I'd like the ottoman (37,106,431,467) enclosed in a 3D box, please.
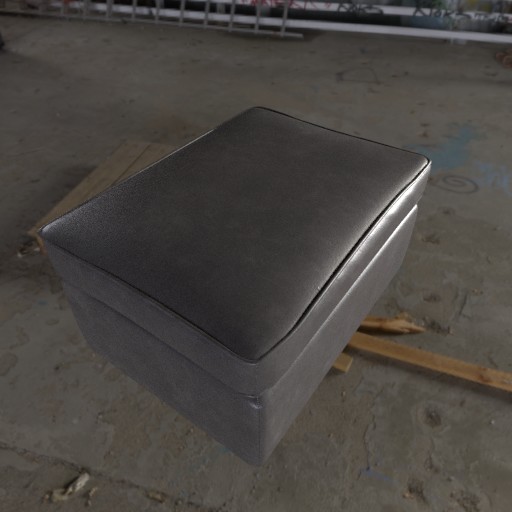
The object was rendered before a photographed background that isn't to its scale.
[{"bbox_3d":[0.000,0.000,1.096,0.554,0.445,0.756,25,47,26],"label":"ottoman"}]
